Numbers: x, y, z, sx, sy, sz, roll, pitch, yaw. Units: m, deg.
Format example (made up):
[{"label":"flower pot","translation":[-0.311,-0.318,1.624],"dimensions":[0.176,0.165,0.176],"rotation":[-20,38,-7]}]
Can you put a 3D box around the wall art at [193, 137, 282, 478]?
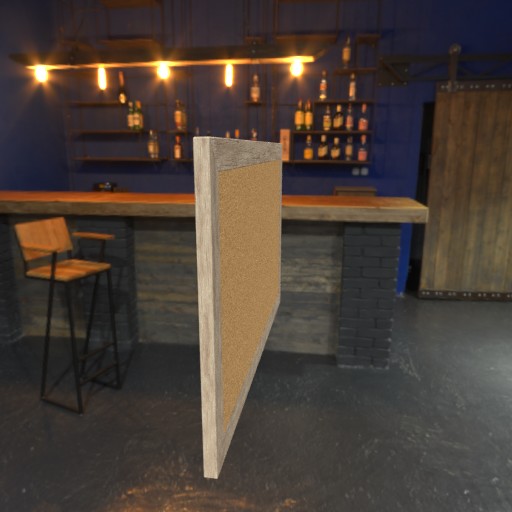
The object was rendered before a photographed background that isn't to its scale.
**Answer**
[{"label":"wall art","translation":[0.000,0.000,0.962],"dimensions":[0.021,0.480,0.780],"rotation":[2,14,9]}]
